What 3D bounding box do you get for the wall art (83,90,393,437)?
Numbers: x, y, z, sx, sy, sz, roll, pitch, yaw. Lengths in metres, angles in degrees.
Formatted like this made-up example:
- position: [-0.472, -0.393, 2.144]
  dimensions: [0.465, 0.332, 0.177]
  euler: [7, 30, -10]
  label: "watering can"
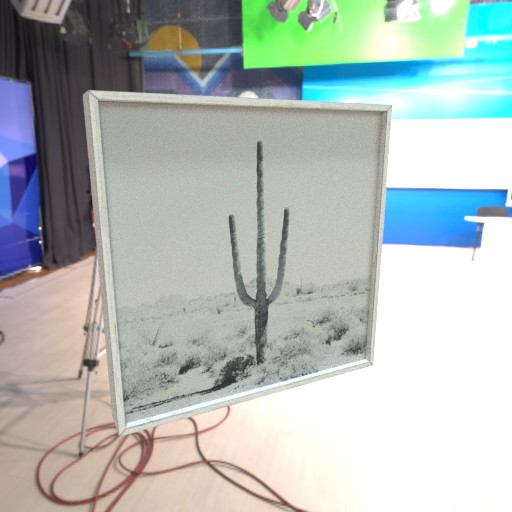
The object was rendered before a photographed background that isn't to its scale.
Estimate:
- position: [0.000, 0.000, 0.458]
  dimensions: [0.305, 0.305, 0.038]
  euler: [-7, 16, -26]
  label: "wall art"
